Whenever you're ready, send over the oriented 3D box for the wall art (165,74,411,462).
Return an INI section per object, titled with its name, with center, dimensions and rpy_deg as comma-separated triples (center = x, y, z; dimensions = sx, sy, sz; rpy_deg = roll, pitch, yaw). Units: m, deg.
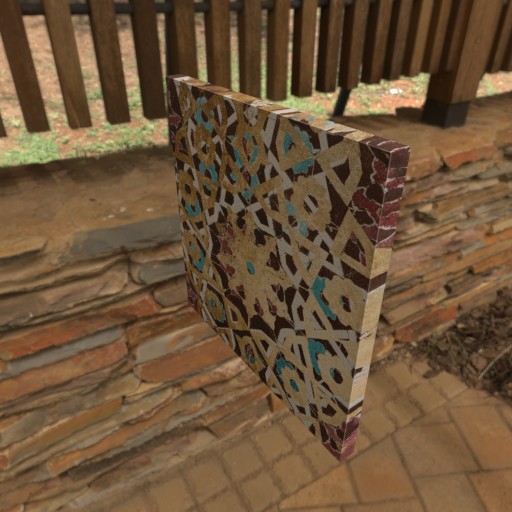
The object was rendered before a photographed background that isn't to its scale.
[wall art]
center = 0.000, 0.000, 0.910
dimensions = 0.041, 0.613, 0.609
rpy_deg = -21, 37, -30
